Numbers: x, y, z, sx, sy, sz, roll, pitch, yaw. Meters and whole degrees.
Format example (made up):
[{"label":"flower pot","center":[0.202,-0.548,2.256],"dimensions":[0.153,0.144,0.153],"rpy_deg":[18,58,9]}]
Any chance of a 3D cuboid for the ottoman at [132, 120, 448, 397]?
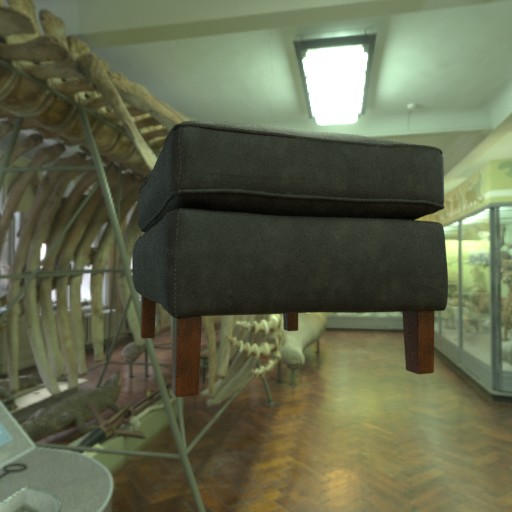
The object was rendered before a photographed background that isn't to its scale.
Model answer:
[{"label":"ottoman","center":[0.000,0.000,0.971],"dimensions":[0.501,0.413,0.665],"rpy_deg":[1,-2,-19]}]
